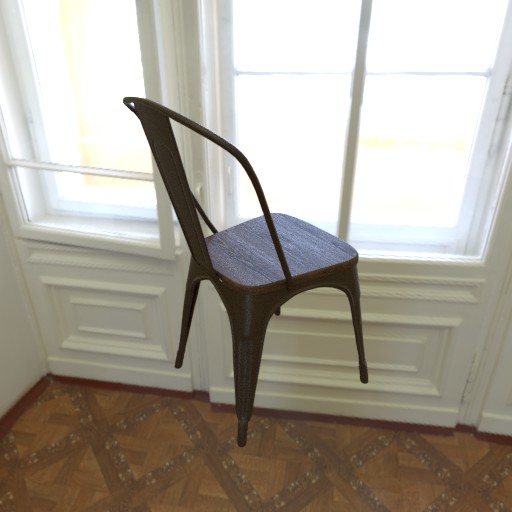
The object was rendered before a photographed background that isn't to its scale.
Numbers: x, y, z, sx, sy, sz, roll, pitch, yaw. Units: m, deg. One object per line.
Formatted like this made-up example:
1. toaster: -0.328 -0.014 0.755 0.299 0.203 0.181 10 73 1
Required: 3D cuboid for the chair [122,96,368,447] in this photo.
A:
1. chair: 0.000 0.000 1.173 0.532 0.844 0.451 -19 34 -31
